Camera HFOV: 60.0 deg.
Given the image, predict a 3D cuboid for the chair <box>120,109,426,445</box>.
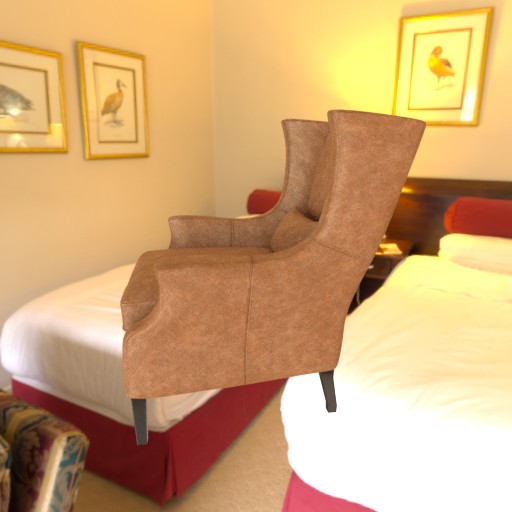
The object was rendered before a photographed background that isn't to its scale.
[{"bbox_3d":[0.000,0.000,1.670,0.926,1.016,0.853,-2,15,-8],"label":"chair"}]
